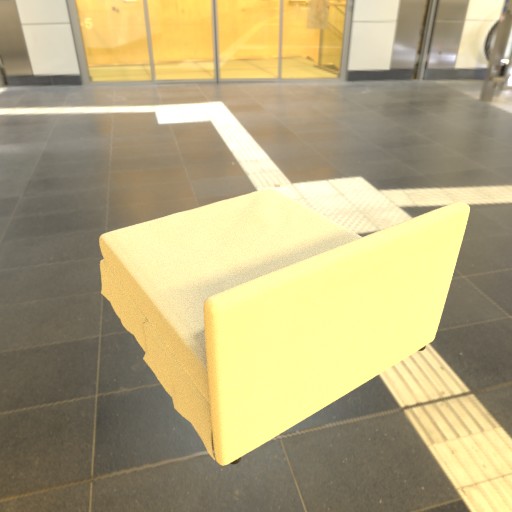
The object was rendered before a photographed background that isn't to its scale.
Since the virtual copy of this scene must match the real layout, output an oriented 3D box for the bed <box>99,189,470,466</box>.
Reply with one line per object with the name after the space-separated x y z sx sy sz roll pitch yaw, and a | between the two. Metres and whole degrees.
0.000 0.000 3.691 2.119 1.317 2.341 -19 36 -29 | bed
